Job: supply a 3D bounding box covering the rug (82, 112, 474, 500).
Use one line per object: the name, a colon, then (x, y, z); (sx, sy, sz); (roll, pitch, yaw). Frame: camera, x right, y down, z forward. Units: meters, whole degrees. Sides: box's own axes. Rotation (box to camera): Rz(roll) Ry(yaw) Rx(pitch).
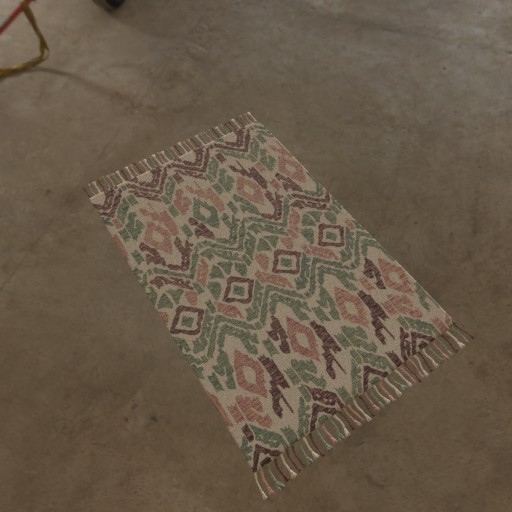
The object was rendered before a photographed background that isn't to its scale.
rug: (0.000, 0.000, 2.949); (1.524, 0.011, 2.438); (-30, 63, -17)
